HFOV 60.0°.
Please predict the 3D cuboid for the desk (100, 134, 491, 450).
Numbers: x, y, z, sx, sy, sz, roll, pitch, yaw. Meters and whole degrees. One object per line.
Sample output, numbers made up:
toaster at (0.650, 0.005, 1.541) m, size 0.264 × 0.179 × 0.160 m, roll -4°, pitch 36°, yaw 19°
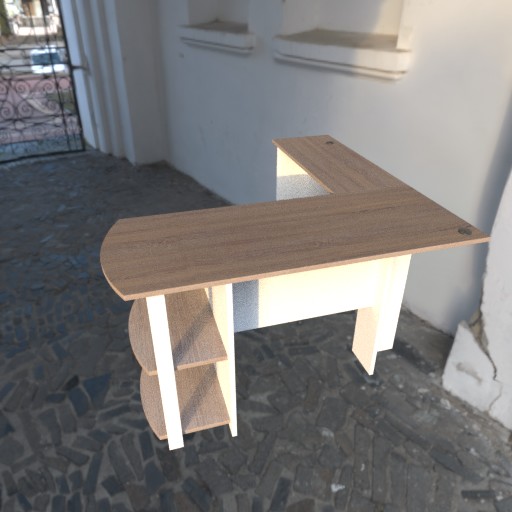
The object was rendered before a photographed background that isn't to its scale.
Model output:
desk at (0.000, 0.000, 2.125) m, size 1.303 × 0.716 × 1.361 m, roll -9°, pitch 32°, yaw -14°
